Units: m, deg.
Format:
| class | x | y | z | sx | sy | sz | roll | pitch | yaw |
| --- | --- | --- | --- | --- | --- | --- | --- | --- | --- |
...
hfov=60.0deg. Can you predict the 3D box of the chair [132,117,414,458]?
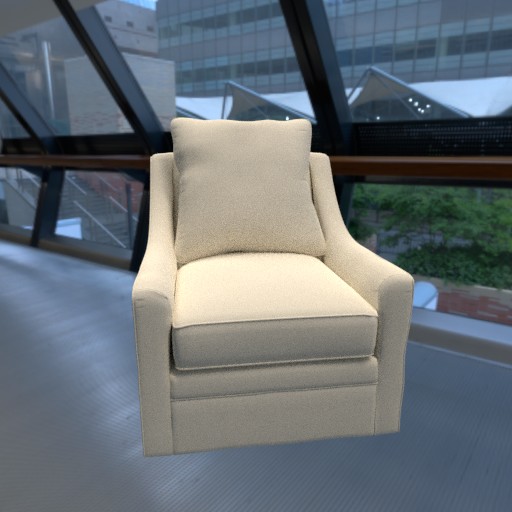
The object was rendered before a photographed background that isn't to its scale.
| class | x | y | z | sx | sy | sz | roll | pitch | yaw |
| --- | --- | --- | --- | --- | --- | --- | --- | --- | --- |
| chair | 0.000 | 0.000 | 1.568 | 0.756 | 0.965 | 0.876 | -2 | 15 | -8 |
